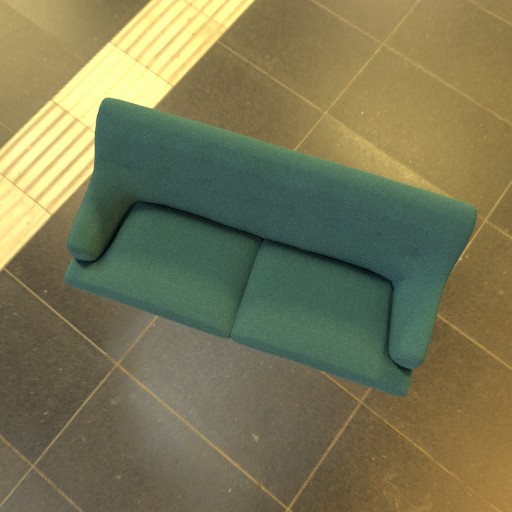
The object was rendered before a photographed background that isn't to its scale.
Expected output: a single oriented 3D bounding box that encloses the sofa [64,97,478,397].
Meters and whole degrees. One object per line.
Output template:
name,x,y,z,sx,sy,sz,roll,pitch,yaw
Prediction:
sofa,0.000,0.000,2.516,2.057,0.871,0.978,18,76,4
